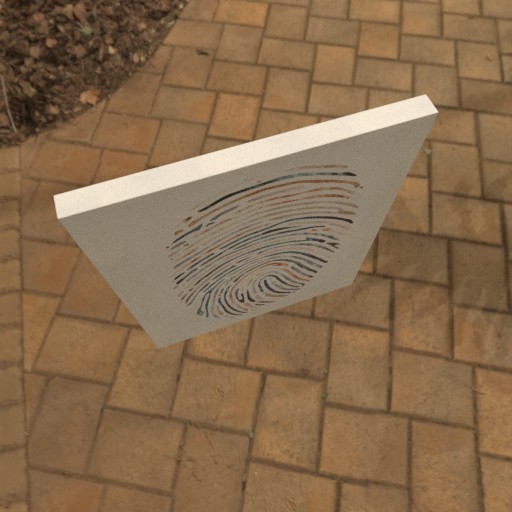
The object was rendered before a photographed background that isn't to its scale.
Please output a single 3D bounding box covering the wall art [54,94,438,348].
[{"bbox_3d":[0.000,0.000,0.838,0.508,0.606,0.037,-17,65,-8],"label":"wall art"}]
